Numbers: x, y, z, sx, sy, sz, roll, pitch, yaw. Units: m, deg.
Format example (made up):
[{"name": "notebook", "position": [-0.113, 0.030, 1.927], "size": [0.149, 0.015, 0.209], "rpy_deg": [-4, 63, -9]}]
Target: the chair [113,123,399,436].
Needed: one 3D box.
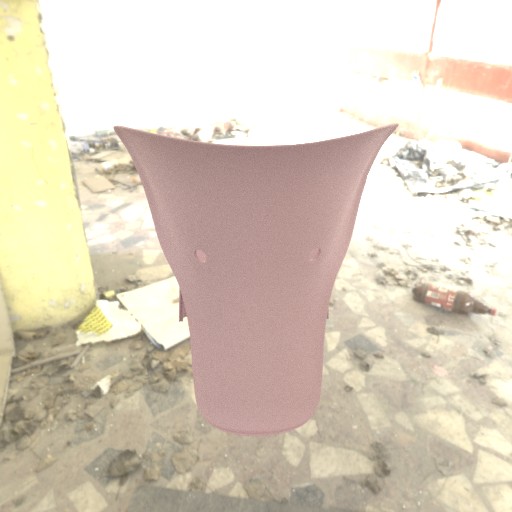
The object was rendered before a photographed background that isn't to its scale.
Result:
[{"name": "chair", "position": [0.000, 0.000, 0.852], "size": [0.451, 0.554, 0.402], "rpy_deg": [-1, 30, -2]}]
